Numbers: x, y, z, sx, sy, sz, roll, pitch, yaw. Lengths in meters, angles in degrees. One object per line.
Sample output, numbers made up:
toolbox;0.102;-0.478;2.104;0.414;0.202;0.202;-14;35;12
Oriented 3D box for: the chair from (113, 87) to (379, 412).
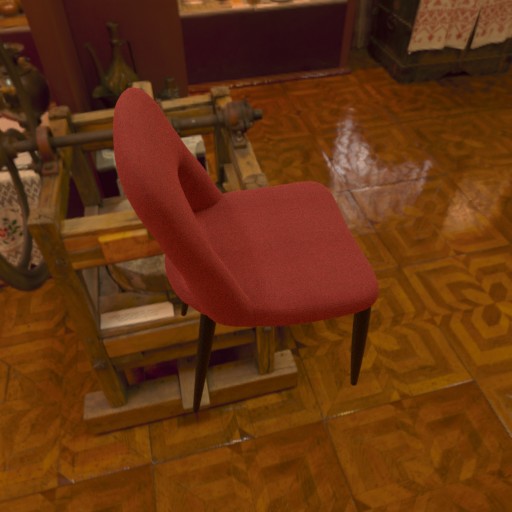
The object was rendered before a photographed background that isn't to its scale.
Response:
chair;0.000;0.000;1.199;0.569;0.892;0.483;-9;47;-8
